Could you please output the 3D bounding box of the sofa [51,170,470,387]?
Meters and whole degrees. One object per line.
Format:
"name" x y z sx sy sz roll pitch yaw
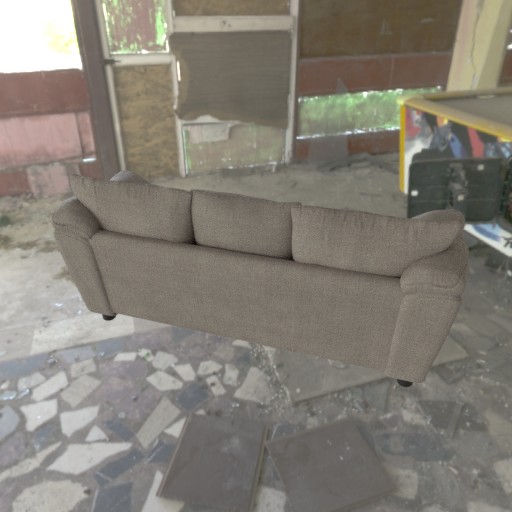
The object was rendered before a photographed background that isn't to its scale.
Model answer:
"sofa" 0.000 0.000 2.745 2.334 0.996 0.878 9 32 15
